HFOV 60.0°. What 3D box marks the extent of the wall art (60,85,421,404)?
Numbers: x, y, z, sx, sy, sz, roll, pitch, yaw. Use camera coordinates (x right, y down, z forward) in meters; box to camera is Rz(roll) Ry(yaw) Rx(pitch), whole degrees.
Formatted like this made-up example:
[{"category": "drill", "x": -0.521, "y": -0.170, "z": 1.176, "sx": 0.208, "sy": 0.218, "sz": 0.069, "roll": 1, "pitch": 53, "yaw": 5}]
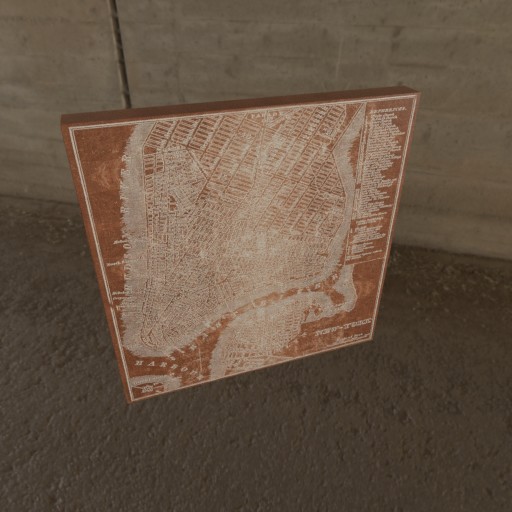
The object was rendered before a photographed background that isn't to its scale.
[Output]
[{"category": "wall art", "x": 0.000, "y": 0.000, "z": 0.596, "sx": 0.403, "sy": 0.403, "sz": 0.035, "roll": -11, "pitch": 35, "yaw": -16}]
